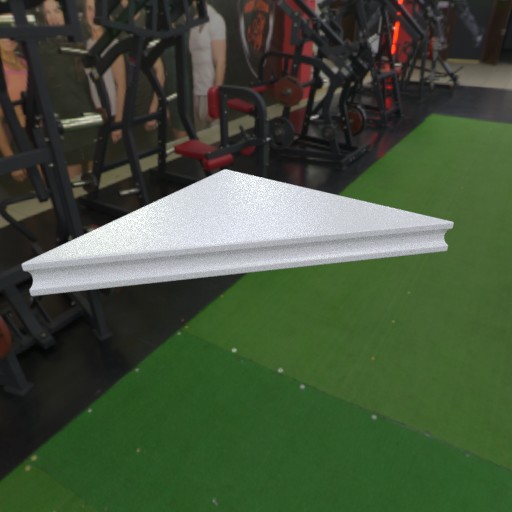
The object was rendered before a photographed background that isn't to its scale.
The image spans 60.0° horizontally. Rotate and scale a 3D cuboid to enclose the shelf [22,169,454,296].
[{"bbox_3d":[0.000,0.000,0.430,0.296,0.035,0.296,18,35,28],"label":"shelf"}]
